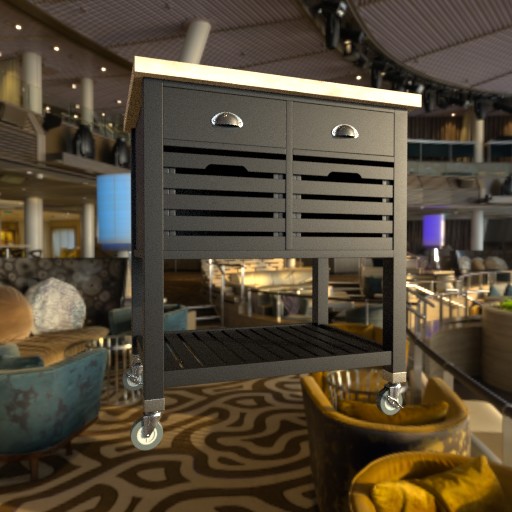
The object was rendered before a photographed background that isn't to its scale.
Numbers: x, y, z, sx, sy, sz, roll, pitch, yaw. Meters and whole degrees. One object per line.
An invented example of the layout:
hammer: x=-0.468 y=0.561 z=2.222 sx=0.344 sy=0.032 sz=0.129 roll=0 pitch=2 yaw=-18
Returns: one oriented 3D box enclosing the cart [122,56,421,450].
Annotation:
cart: x=0.000 y=0.000 z=1.404 sx=0.797 sy=0.920 sz=0.567 roll=0 pitch=1 yaw=-19
